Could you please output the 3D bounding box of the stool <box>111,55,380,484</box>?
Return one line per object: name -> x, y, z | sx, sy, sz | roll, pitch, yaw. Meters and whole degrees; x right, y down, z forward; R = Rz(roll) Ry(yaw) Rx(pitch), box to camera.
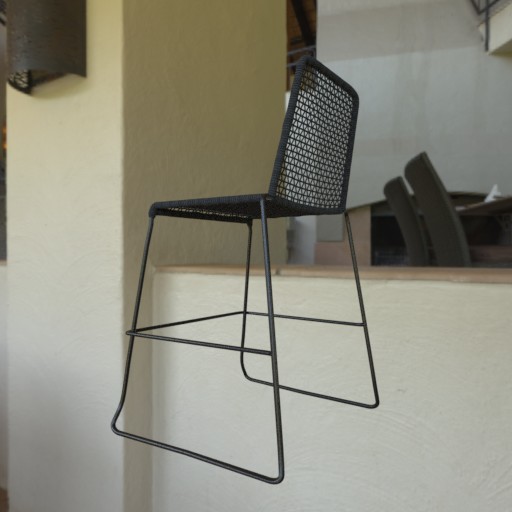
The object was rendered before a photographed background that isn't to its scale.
stool -> 0.000, 0.000, 1.224 | 0.509, 0.905, 0.590 | 0, 0, 36
